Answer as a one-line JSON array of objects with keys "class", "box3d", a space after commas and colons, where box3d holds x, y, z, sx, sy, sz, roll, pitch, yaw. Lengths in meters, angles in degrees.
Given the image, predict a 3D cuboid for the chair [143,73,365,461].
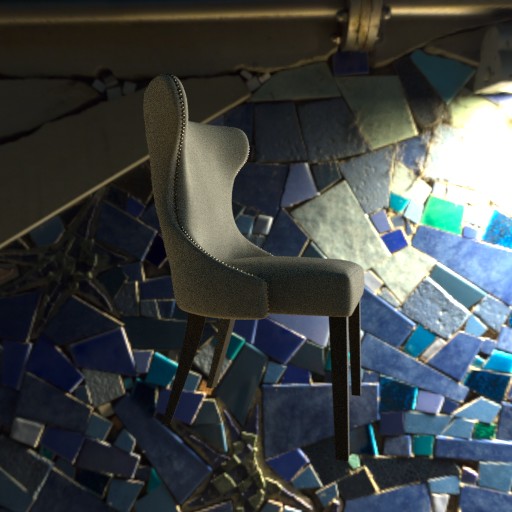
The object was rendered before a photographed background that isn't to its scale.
[{"class": "chair", "box3d": [0.000, 0.000, 1.379, 0.635, 0.967, 0.628, 0, 1, 17]}]
